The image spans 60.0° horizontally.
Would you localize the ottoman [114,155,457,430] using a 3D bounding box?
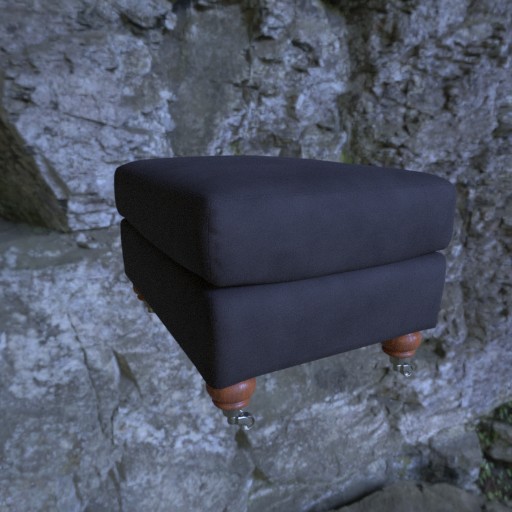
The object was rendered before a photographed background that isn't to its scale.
[{"bbox_3d":[0.000,0.000,1.145,0.574,0.497,0.773,-8,18,-26],"label":"ottoman"}]
